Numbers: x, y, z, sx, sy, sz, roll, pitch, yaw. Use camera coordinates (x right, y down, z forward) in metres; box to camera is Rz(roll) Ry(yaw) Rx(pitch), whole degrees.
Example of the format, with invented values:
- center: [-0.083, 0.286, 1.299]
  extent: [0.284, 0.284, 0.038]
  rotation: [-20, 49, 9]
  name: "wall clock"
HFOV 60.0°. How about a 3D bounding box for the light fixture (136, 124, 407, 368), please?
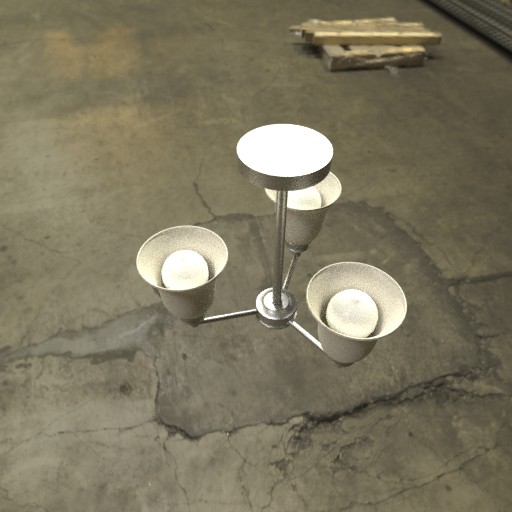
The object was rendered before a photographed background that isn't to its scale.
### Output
- center: [0.000, 0.000, 0.682]
  extent: [0.354, 0.370, 0.388]
  rotation: [-9, 46, -8]
  name: "light fixture"
